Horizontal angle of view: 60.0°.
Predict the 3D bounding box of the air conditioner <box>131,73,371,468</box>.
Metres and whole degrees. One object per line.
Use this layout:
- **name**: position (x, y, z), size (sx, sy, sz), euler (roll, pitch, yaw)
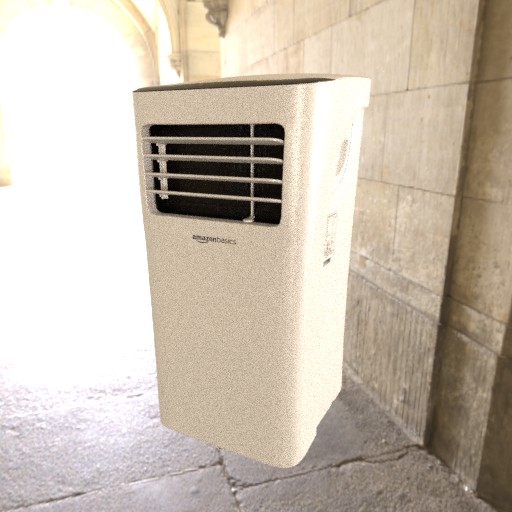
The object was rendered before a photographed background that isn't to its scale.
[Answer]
- **air conditioner**: position (0.000, 0.000, 0.907), size (0.352, 0.716, 0.369), euler (8, 18, 26)
